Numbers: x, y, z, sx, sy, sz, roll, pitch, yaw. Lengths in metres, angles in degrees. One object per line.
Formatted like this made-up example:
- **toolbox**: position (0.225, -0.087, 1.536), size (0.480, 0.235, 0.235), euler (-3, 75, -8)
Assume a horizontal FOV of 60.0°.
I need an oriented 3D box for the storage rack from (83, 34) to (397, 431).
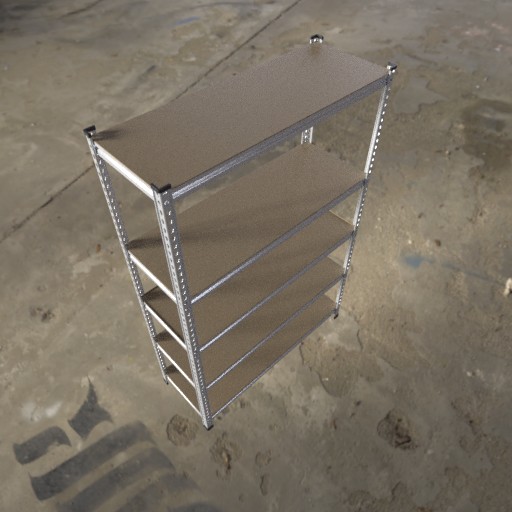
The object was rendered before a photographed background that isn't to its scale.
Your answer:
- **storage rack**: position (0.000, 0.000, 2.368), size (1.219, 1.829, 0.457), euler (-35, 56, -28)
